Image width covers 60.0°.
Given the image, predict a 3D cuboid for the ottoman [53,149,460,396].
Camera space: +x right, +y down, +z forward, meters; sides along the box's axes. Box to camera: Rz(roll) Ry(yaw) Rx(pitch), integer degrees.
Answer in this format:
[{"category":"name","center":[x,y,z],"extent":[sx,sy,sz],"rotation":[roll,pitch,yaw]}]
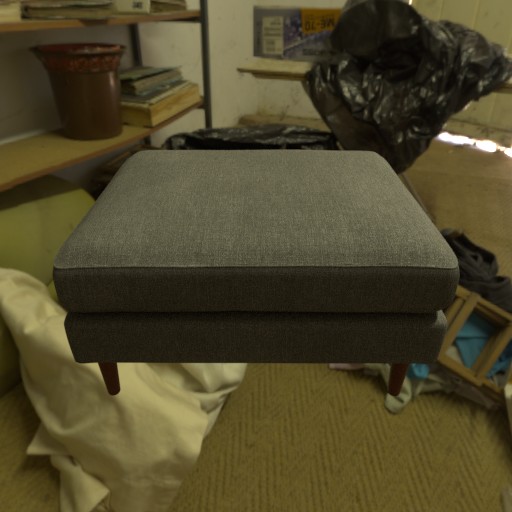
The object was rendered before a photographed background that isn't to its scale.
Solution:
[{"category":"ottoman","center":[0.000,0.000,1.236],"extent":[0.821,0.474,0.693],"rotation":[0,31,0]}]
